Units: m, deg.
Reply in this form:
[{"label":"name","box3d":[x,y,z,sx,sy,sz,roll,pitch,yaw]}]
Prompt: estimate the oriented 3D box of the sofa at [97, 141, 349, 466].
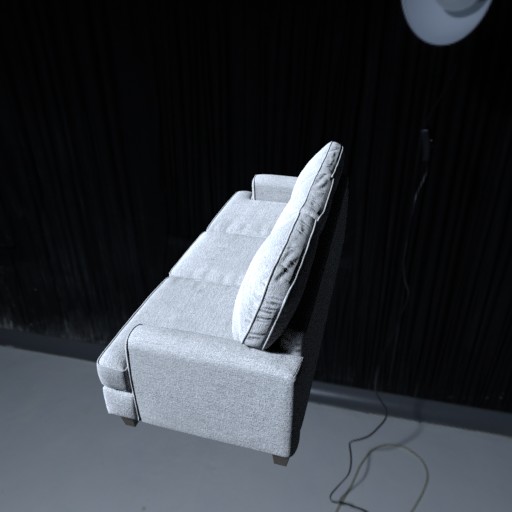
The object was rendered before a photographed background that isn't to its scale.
[{"label":"sofa","box3d":[0.000,0.000,2.750,0.951,0.965,2.158,8,31,13]}]
